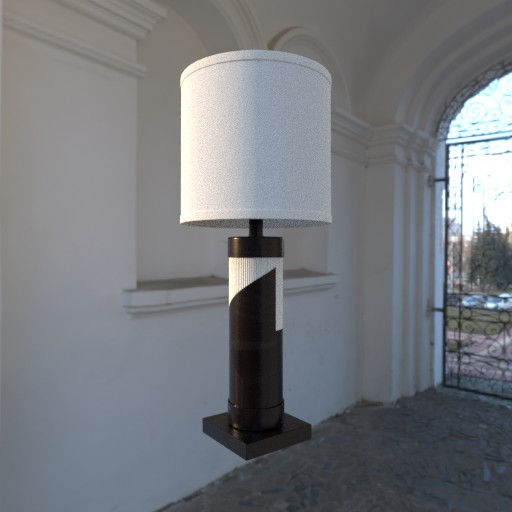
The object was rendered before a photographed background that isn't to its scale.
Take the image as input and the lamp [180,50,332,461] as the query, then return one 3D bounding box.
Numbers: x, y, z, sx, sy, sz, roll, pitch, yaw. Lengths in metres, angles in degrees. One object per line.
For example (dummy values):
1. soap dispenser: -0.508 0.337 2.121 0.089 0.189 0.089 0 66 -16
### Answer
1. lamp: 0.000 0.000 0.627 0.211 0.509 0.211 0 0 -36
